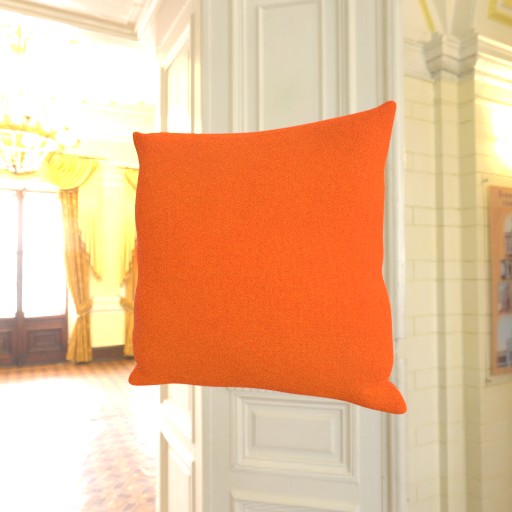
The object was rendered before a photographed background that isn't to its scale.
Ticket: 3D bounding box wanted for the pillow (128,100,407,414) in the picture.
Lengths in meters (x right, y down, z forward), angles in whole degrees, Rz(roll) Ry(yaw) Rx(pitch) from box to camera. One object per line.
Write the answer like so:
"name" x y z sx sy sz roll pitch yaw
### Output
"pillow" 0.000 0.000 0.688 0.440 0.441 0.182 0 -1 17
